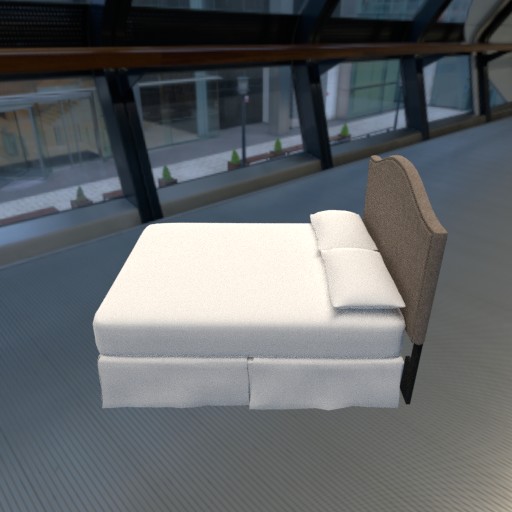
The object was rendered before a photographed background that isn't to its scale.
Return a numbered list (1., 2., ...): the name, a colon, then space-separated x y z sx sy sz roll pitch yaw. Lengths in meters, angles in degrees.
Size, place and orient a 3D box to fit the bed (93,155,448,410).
1. bed: 0.000 0.000 3.419 2.153 1.518 1.713 0 27 1
